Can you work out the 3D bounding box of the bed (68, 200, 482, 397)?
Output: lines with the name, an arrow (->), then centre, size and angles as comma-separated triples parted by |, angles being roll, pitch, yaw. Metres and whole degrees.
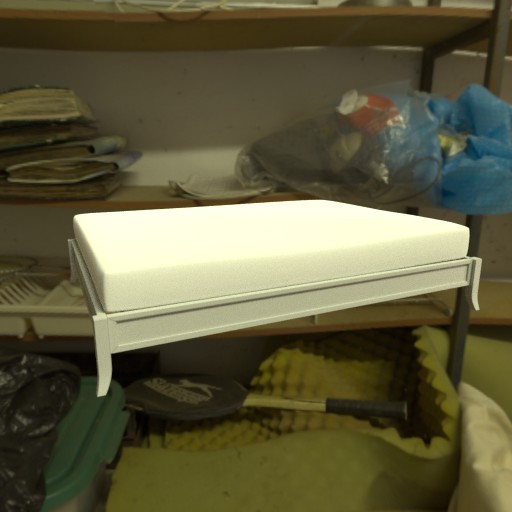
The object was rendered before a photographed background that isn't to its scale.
bed -> 0.000, 0.000, 2.766 | 2.108, 0.510, 1.604 | -7, 16, -25
